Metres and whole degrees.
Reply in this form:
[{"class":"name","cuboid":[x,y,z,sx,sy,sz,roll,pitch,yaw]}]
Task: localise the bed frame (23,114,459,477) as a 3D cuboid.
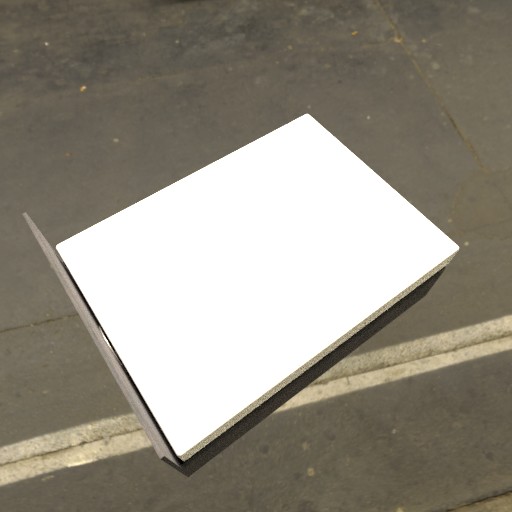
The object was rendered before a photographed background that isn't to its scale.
[{"class":"bed frame","cuboid":[0.000,0.000,2.577,1.900,0.800,1.400,-32,64,-18]}]
